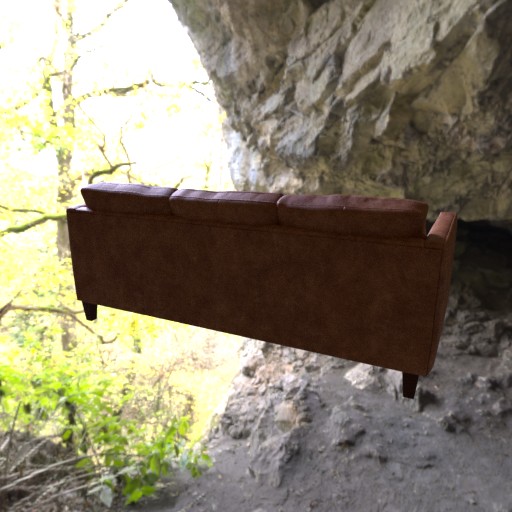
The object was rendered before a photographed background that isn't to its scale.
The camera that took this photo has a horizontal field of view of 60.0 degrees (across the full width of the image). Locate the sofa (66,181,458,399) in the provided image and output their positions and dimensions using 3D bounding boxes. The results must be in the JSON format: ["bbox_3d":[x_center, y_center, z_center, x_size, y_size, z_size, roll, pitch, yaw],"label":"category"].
[{"bbox_3d":[0.000,0.000,3.058,2.464,1.006,1.045,7,17,26],"label":"sofa"}]
